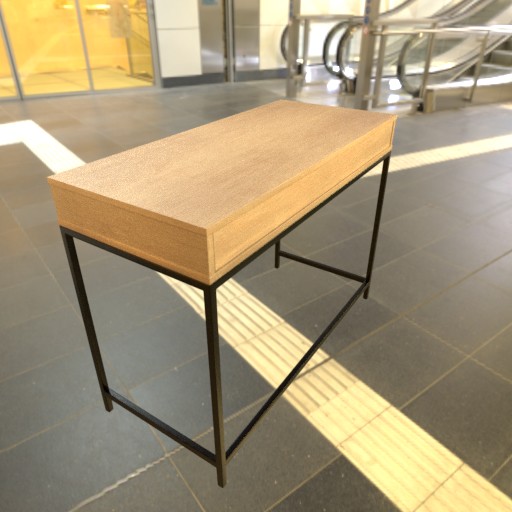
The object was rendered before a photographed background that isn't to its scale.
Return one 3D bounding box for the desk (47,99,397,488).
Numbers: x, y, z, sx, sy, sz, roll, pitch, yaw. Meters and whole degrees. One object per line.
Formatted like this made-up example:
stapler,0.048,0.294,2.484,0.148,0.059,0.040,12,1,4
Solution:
desk,0.000,0.000,1.438,0.470,0.762,1.016,19,35,29
